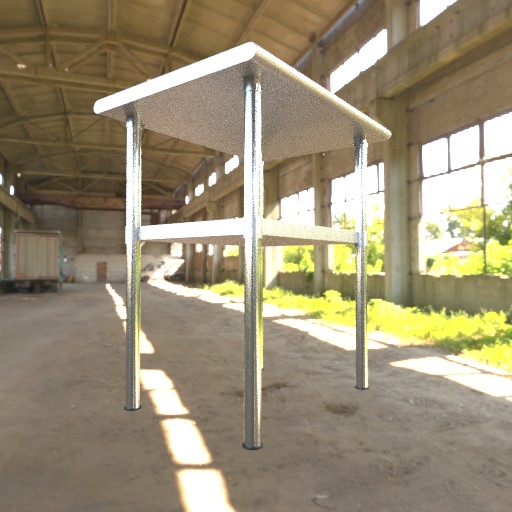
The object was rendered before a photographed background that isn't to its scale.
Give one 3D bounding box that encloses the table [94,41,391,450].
[{"bbox_3d":[0.000,0.000,1.383,0.584,0.876,0.762,-1,-1,37],"label":"table"}]
